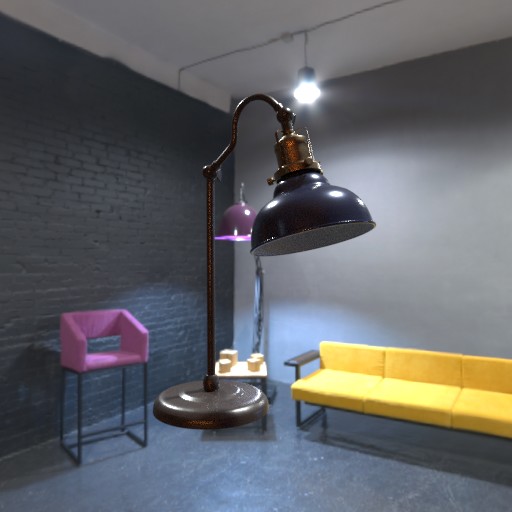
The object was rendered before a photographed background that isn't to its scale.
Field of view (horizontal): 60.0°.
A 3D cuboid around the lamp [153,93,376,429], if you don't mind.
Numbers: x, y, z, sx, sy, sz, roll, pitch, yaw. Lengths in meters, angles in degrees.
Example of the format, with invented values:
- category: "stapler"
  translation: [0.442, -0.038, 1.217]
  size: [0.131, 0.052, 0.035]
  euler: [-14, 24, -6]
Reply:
- category: "lamp"
  translation: [0.000, 0.000, 0.693]
  size: [0.374, 0.508, 0.192]
  euler: [0, -1, 35]
